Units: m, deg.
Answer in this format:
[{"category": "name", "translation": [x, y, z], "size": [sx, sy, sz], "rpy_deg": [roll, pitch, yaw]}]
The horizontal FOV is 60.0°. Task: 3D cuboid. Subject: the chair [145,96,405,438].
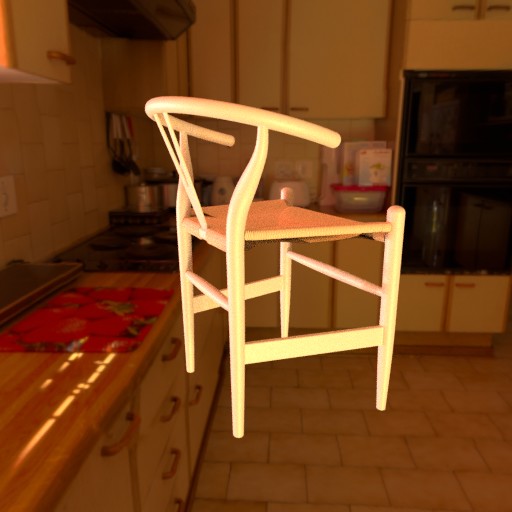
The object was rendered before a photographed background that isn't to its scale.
[{"category": "chair", "translation": [0.000, 0.000, 1.121], "size": [0.500, 0.736, 0.533], "rpy_deg": [-7, 16, -26]}]
